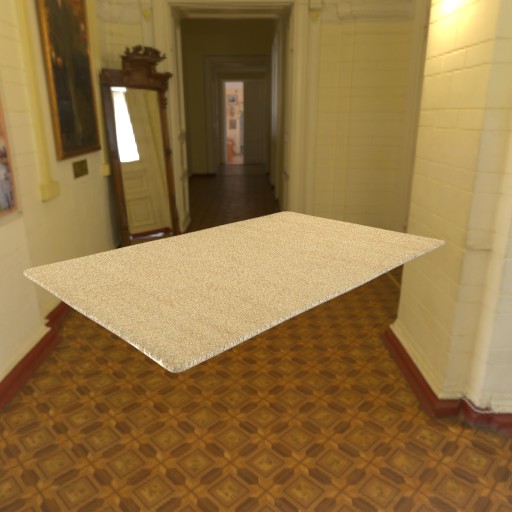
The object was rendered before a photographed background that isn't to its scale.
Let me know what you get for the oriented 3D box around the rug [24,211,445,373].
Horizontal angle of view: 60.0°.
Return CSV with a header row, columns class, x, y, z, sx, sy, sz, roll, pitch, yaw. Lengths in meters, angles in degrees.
class,x,y,z,sx,sy,sz,roll,pitch,yaw
rug,0.000,0.000,2.857,1.500,0.026,2.349,16,24,42
